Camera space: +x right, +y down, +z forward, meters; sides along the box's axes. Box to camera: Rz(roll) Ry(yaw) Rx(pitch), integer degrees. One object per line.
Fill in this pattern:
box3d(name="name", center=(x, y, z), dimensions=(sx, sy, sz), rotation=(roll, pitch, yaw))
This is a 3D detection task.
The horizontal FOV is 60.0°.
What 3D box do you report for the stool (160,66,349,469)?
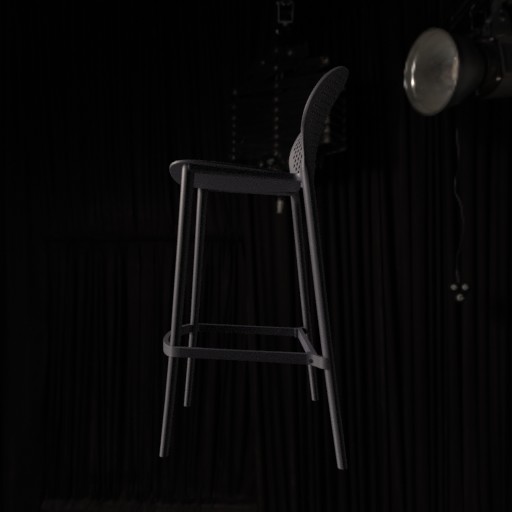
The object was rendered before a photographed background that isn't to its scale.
box3d(name="stool", center=(0.000, 0.000, 1.347), dimensions=(0.535, 1.045, 0.536), rotation=(0, 0, 0))
